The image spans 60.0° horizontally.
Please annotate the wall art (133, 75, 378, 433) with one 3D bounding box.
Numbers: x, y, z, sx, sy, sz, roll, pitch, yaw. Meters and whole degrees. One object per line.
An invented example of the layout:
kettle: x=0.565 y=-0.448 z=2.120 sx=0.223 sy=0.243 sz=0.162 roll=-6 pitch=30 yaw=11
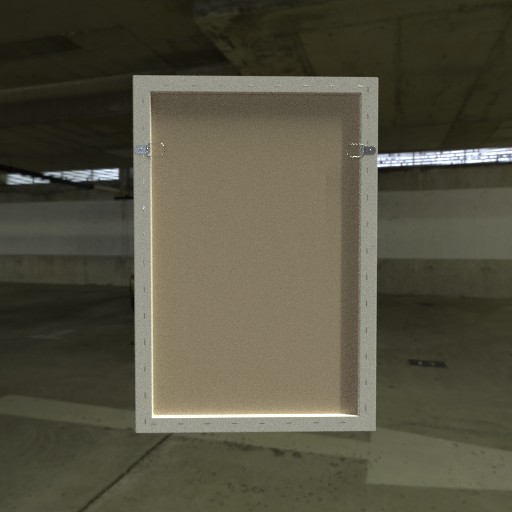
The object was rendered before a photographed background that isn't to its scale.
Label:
wall art: x=0.000 y=0.000 z=1.158 sx=0.624 sy=0.914 sz=0.043 roll=0 pitch=2 yaw=-1
